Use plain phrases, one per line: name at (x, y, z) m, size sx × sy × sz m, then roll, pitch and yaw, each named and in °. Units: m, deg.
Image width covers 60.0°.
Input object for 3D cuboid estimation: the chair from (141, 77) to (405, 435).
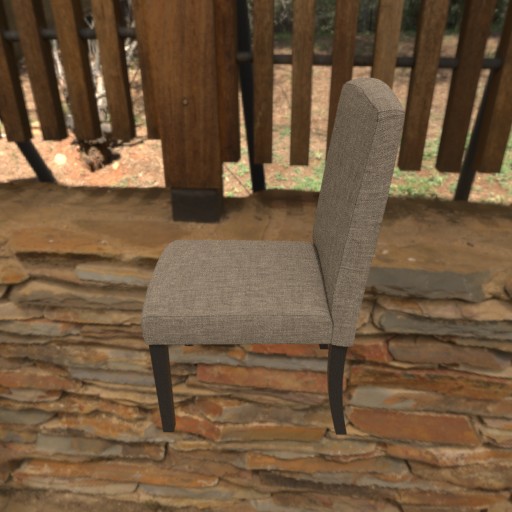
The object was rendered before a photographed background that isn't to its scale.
chair at (0.000, 0.000, 1.227) m, size 0.580 × 0.917 × 0.451 m, roll 0°, pitch 26°, yaw 1°
